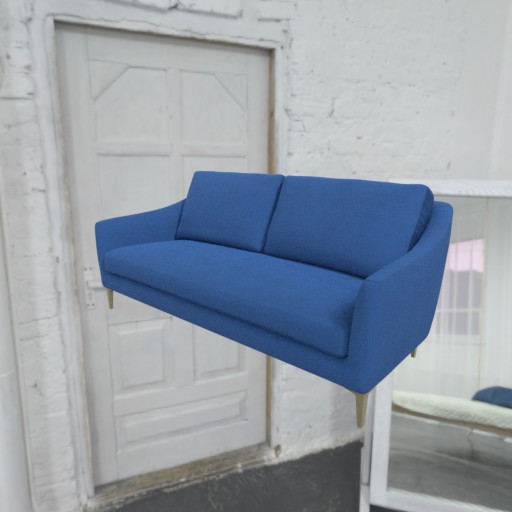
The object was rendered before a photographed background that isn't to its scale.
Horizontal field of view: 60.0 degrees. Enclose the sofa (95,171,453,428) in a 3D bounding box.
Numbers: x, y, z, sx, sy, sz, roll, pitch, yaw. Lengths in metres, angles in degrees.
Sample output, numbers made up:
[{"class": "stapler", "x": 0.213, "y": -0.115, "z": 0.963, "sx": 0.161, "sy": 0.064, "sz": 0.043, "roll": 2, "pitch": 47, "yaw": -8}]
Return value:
[{"class": "sofa", "x": 0.000, "y": 0.000, "z": 2.551, "sx": 2.036, "sy": 0.903, "sz": 0.960, "roll": 12, "pitch": 18, "yaw": 42}]
